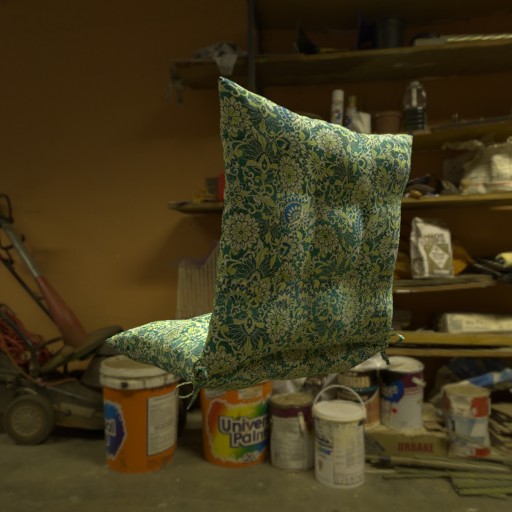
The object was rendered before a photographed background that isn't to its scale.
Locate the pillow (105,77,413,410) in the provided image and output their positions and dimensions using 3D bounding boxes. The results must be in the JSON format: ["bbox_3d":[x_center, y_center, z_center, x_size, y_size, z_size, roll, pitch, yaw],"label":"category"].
[{"bbox_3d":[0.000,0.000,1.020,0.541,0.536,0.585,1,-1,-36],"label":"pillow"}]
